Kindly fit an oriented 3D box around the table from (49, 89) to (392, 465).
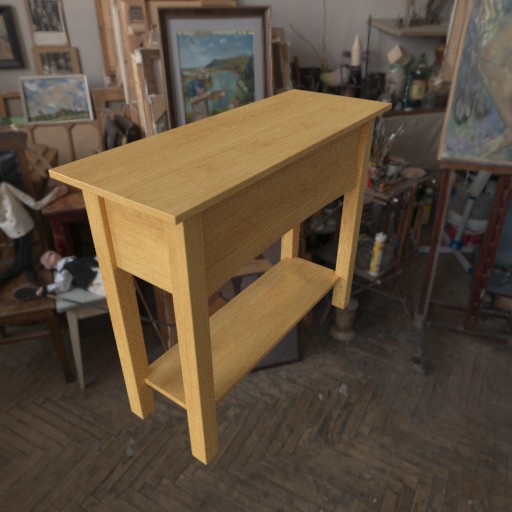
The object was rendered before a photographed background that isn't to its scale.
[{"bbox_3d":[0.000,0.000,1.272,0.340,0.728,0.900,21,38,30],"label":"table"}]
